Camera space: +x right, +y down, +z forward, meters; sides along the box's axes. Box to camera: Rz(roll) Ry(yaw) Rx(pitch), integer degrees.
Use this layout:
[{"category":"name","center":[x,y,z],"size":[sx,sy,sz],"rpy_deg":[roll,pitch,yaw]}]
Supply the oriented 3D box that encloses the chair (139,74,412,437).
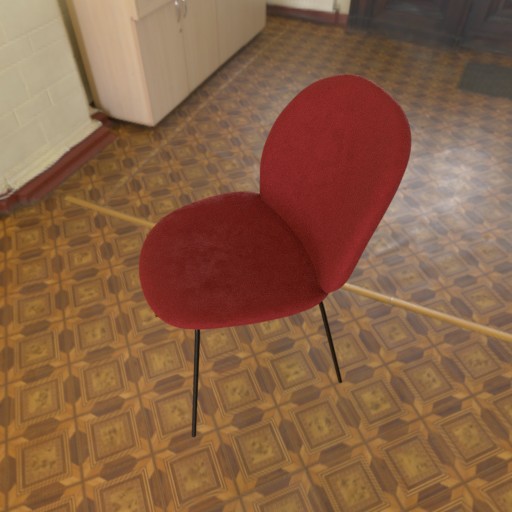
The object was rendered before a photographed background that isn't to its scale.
[{"category":"chair","center":[0.000,0.000,1.136],"size":[0.587,0.791,0.458],"rpy_deg":[-16,48,-15]}]
